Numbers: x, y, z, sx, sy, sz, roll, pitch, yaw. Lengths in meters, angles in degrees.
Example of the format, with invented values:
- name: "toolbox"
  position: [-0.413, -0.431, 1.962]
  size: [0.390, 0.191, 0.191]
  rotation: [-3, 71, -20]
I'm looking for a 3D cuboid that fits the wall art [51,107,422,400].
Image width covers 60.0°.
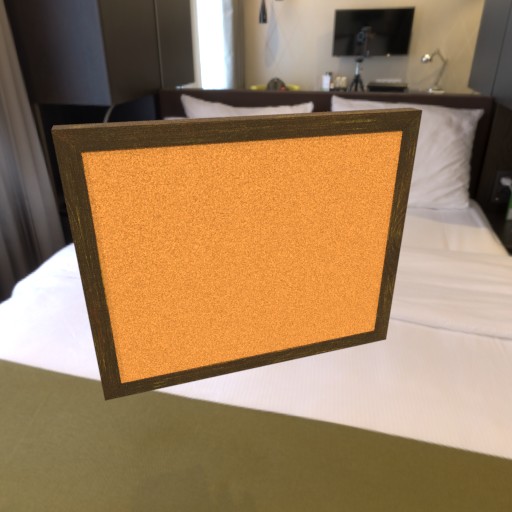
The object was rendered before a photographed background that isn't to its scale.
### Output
- name: "wall art"
  position: [0.000, 0.000, 0.756]
  size: [0.558, 0.457, 0.032]
  rotation: [-8, 27, -16]
